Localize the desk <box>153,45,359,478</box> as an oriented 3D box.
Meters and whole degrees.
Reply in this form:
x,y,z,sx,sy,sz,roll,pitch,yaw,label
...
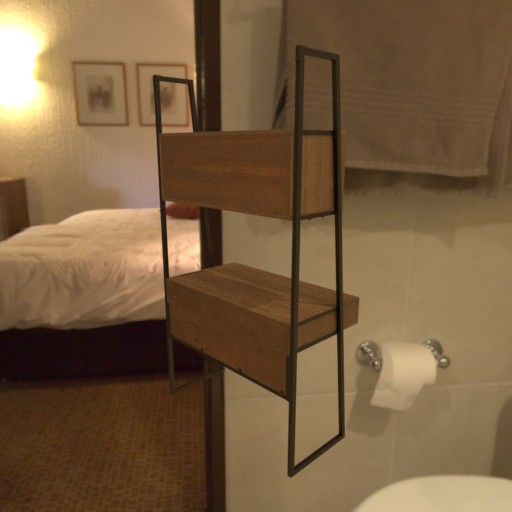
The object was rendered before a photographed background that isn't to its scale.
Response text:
x,y,z,sx,sy,sz,roll,pitch,yaw,label
0.000,0.000,2.298,0.515,1.809,0.982,-13,19,-42,desk
